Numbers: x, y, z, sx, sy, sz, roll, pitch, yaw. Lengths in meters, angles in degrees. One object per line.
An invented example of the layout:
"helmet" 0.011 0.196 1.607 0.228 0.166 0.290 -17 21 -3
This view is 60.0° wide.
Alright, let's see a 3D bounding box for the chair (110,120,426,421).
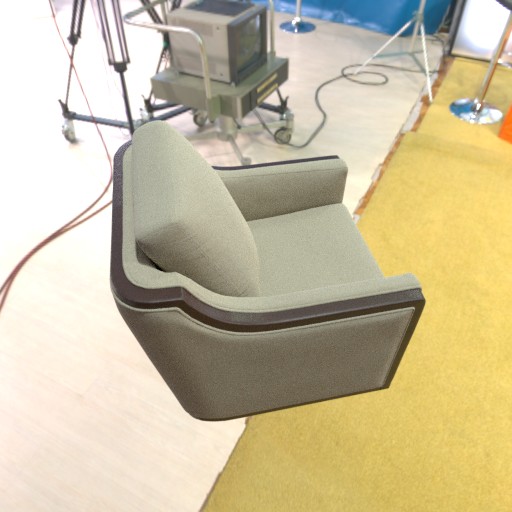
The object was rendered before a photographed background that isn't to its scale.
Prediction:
"chair" 0.000 0.000 1.696 0.950 0.930 0.870 -8 46 -8
